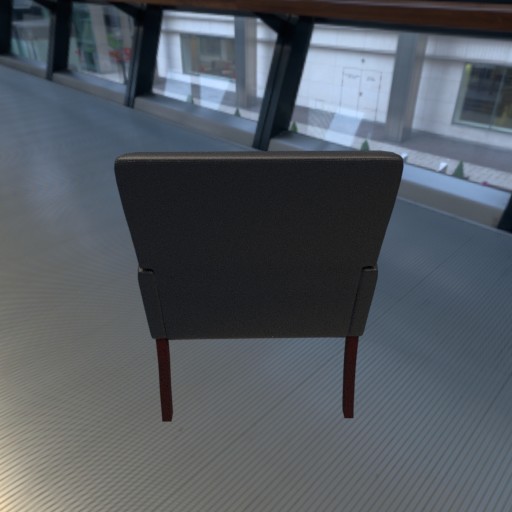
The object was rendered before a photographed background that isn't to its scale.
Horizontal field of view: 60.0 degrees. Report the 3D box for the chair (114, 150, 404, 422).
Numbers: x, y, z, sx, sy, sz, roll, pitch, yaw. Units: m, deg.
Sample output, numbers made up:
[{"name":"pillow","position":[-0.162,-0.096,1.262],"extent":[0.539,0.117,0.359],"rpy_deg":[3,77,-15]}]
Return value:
[{"name":"chair","position":[0.000,0.000,1.498],"extent":[0.683,0.951,0.772],"rpy_deg":[-1,31,-1]}]
